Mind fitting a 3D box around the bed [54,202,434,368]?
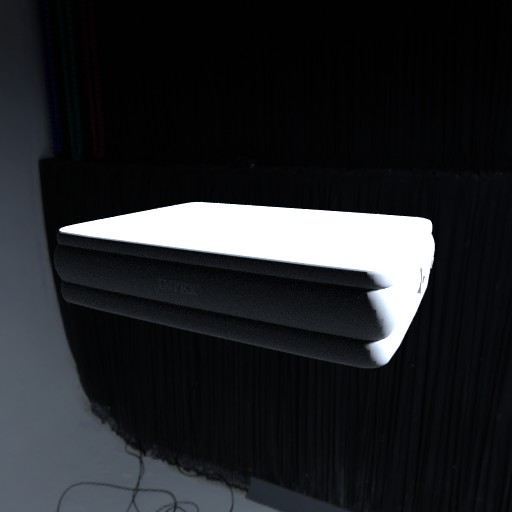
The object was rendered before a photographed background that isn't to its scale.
[{"bbox_3d":[0.000,0.000,2.787,2.036,0.460,1.520,7,16,26],"label":"bed"}]
